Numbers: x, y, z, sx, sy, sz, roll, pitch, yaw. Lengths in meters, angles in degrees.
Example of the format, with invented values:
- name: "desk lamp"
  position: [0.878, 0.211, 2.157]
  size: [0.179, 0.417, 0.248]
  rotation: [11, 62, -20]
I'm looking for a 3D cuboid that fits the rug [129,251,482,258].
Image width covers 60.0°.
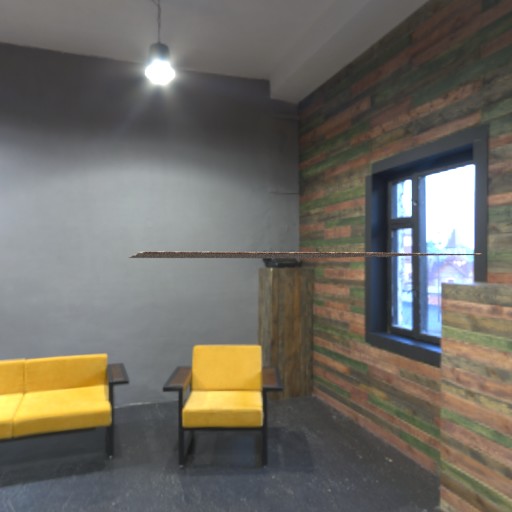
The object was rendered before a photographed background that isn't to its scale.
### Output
- name: "rug"
  position: [0.000, 0.000, 2.820]
  size: [1.524, 0.013, 2.135]
  rotation: [0, -1, -17]
